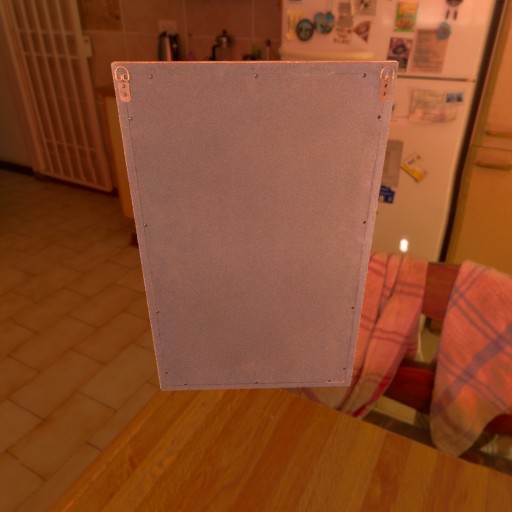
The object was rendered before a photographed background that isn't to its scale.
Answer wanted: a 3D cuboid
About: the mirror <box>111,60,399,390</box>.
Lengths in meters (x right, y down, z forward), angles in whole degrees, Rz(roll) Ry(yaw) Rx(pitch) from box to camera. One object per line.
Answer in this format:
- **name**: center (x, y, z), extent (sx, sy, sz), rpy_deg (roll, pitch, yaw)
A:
- **mirror**: center (0.000, 0.000, 0.971), extent (0.495, 0.787, 0.058), rpy_deg (-1, 30, -2)
